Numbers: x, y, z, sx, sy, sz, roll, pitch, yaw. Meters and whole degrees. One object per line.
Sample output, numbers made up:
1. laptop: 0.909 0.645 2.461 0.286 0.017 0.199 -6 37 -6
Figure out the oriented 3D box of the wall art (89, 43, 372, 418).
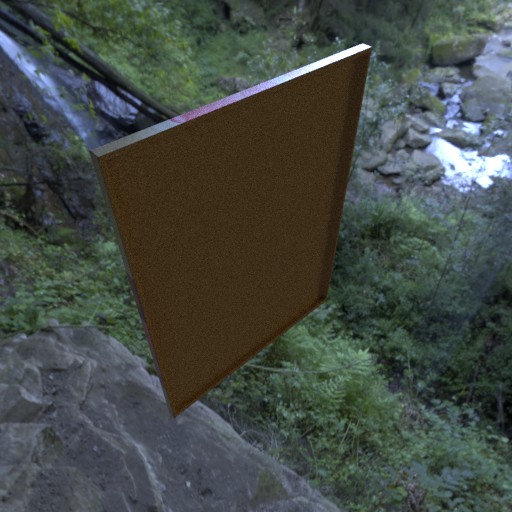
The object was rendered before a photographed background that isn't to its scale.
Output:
1. wall art: 0.000 0.000 1.310 0.762 1.015 0.031 -32 54 -28
